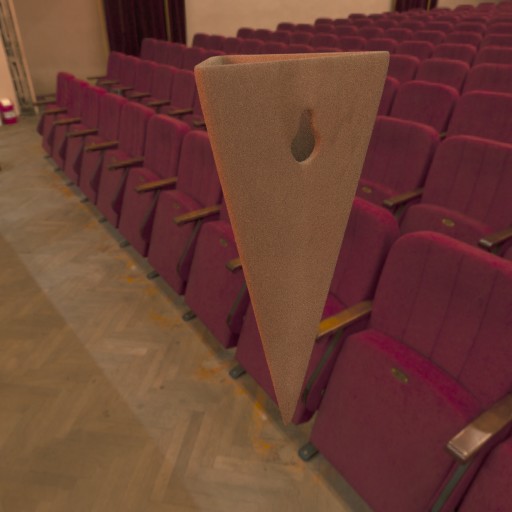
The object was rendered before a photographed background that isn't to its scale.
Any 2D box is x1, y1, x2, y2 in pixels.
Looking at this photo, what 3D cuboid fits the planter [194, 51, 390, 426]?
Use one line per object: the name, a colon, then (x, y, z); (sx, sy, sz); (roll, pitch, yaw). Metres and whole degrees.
planter: (0.000, 0.000, 0.265); (0.101, 0.224, 0.081); (-19, 35, -29)
